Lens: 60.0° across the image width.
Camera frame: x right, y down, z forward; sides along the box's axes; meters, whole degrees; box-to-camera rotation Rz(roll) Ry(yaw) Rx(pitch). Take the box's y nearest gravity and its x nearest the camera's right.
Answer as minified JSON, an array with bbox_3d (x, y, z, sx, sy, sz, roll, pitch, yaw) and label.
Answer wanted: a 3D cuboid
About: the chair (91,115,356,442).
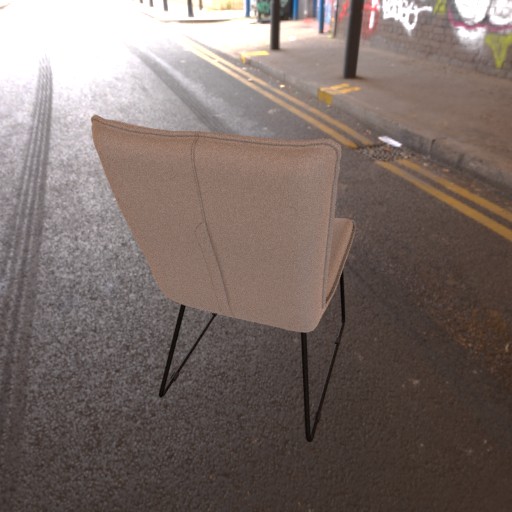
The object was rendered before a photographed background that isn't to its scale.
[{"bbox_3d":[0.000,0.000,1.302,0.515,0.930,0.688,11,34,16],"label":"chair"}]
